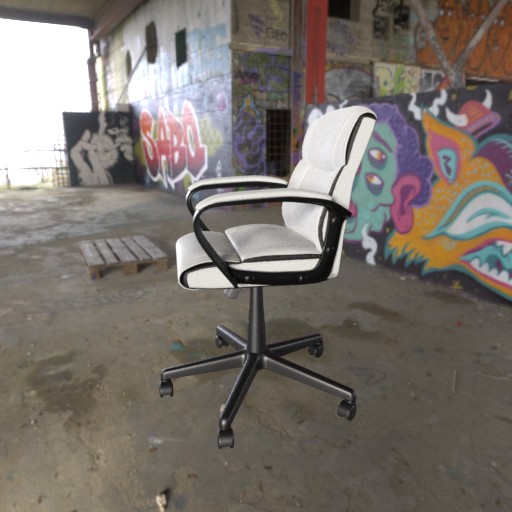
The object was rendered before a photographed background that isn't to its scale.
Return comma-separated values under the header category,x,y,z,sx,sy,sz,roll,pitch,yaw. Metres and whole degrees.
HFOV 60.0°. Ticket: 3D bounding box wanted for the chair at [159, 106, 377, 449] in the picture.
category,x,y,z,sx,sy,sz,roll,pitch,yaw
chair,0.000,0.000,1.561,0.717,1.004,0.739,-3,15,-10
